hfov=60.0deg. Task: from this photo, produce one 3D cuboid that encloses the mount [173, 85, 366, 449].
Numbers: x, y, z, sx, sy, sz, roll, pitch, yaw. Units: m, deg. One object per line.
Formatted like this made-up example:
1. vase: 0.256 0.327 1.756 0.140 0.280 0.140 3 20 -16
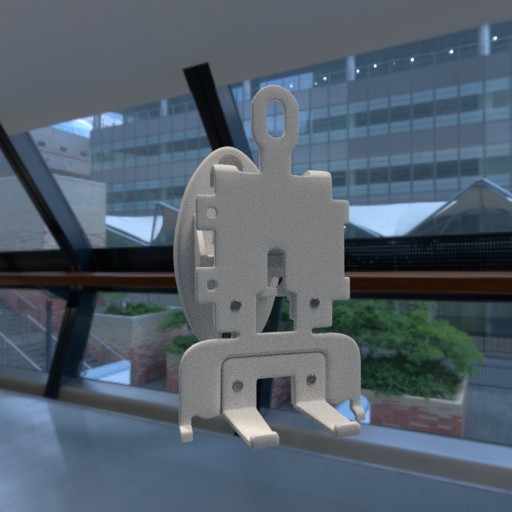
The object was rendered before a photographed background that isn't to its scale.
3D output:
1. mount: 0.000 0.000 0.175 0.066 0.118 0.100 0 0 -18
